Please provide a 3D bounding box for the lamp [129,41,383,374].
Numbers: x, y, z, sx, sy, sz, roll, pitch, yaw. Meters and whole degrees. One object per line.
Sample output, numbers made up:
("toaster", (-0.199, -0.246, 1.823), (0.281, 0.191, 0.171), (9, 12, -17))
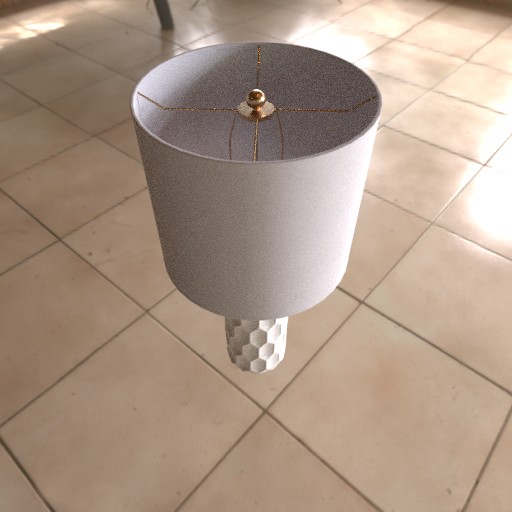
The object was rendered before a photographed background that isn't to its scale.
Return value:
("lamp", (0.000, 0.000, 0.688), (0.277, 0.537, 0.277), (32, 54, 26))
